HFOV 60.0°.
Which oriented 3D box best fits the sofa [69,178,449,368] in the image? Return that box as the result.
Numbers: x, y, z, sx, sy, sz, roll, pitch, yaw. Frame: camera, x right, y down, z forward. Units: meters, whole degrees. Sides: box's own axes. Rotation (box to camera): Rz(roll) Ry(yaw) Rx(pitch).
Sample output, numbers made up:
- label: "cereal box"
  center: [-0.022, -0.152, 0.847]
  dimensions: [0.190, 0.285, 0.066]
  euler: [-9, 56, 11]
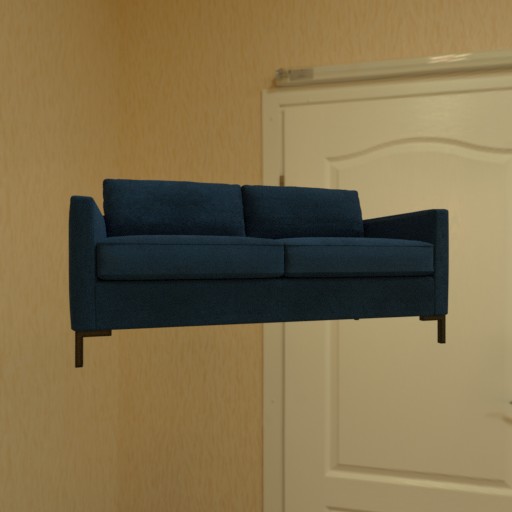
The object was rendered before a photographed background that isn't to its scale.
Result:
- label: "sofa"
  center: [0.000, 0.000, 2.224]
  dimensions: [1.676, 0.817, 0.875]
  euler: [0, 0, -16]
